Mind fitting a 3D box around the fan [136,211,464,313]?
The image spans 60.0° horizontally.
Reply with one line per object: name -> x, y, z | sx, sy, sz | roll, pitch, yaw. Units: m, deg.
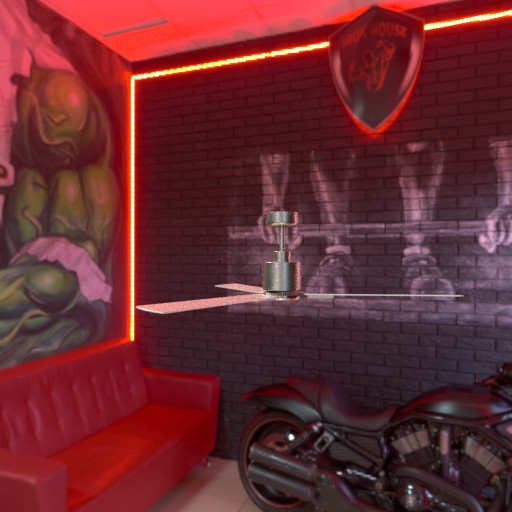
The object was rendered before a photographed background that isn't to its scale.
fan -> 0.000, 0.000, 2.357 | 1.561, 0.446, 1.531 | 0, 0, -36
